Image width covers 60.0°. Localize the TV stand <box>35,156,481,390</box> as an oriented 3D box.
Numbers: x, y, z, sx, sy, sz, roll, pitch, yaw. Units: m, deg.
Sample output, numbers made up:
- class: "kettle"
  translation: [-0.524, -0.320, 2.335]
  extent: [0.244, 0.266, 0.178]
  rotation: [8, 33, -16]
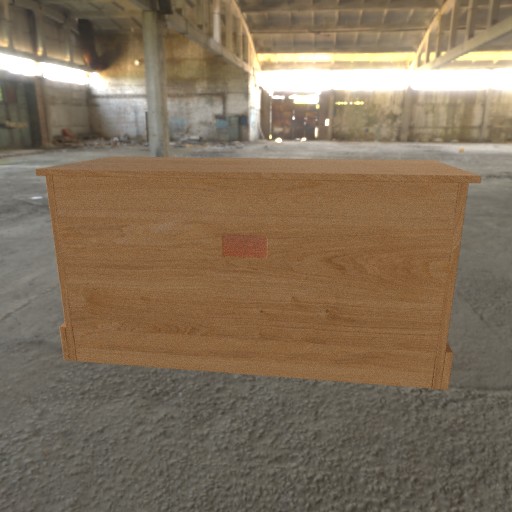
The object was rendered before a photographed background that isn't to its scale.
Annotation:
- class: "TV stand"
  translation: [0.000, 0.000, 1.349]
  extent: [1.080, 0.550, 0.440]
  rotation: [2, 17, 8]
